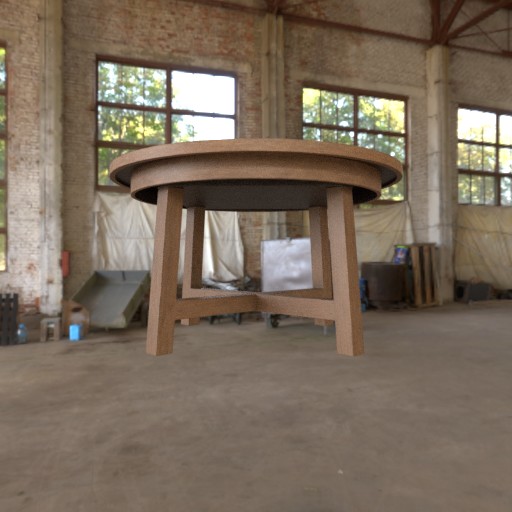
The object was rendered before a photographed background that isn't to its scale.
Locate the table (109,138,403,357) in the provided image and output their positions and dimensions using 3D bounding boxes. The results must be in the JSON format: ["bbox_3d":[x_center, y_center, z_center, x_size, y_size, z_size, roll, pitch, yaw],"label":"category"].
[{"bbox_3d":[0.000,0.000,2.099,1.319,0.762,1.319,0,0,0],"label":"table"}]
